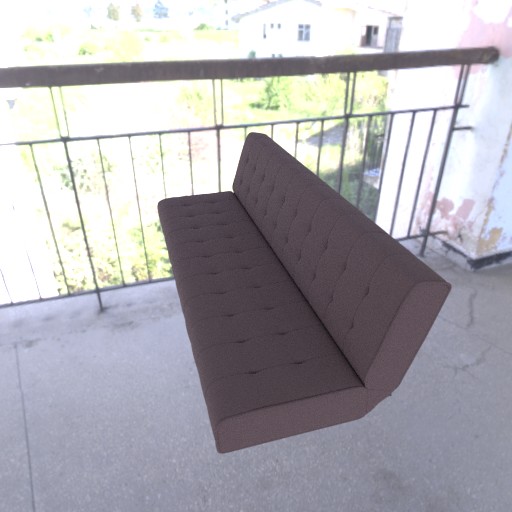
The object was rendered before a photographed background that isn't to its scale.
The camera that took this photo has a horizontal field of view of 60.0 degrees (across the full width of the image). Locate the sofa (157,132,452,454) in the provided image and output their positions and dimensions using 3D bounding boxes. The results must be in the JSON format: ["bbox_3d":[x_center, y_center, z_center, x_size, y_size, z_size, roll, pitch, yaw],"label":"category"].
[{"bbox_3d":[0.000,0.000,2.031,0.747,0.699,1.703,-8,31,-14],"label":"sofa"}]
